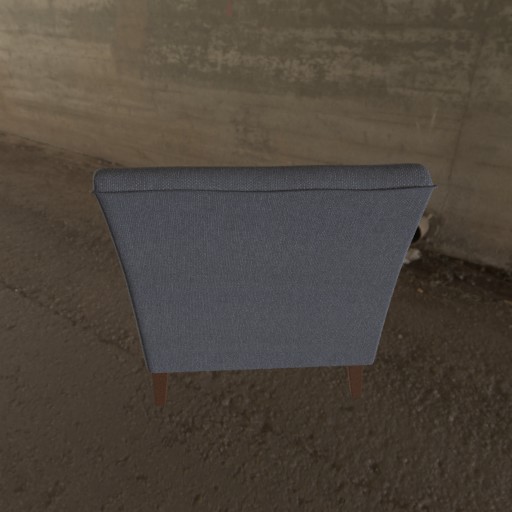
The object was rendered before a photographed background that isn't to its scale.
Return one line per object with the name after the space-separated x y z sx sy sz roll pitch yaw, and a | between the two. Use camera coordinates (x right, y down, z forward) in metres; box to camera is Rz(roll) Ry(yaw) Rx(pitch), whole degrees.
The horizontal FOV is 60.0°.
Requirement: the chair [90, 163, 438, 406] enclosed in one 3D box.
0.000 0.000 1.562 0.780 0.919 0.899 -2 30 -3 | chair
